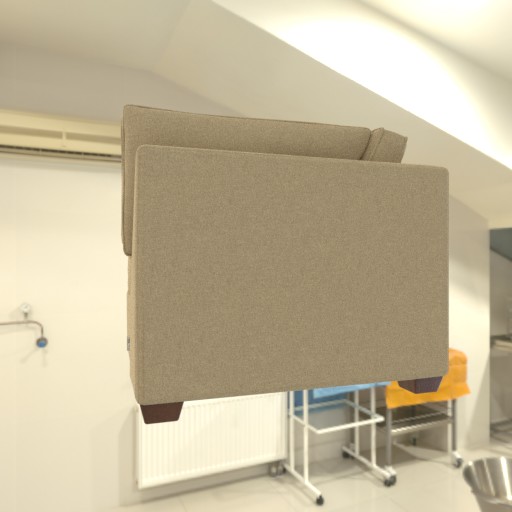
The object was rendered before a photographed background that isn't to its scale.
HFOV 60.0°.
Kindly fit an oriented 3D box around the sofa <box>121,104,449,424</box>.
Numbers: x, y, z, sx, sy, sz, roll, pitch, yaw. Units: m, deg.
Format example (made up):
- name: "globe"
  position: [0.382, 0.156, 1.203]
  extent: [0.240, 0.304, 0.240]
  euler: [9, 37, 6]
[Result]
- name: "sofa"
  position: [0.000, 0.000, 1.946]
  extent: [1.146, 1.002, 1.084]
  euler: [0, 0, -18]
